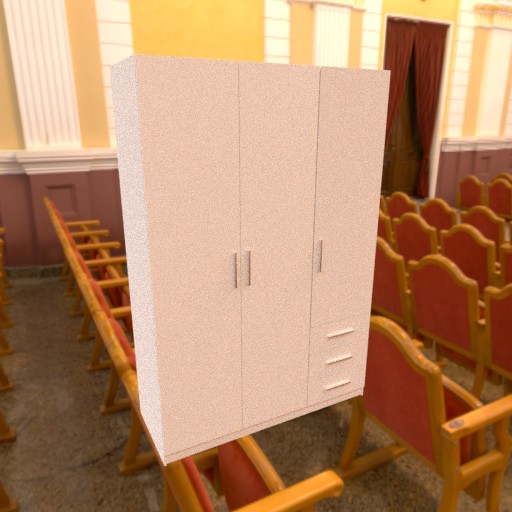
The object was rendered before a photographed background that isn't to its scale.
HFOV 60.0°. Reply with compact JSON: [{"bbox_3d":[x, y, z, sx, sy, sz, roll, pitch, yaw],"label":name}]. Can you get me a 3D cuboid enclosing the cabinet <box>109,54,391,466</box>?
[{"bbox_3d":[0.000,0.000,2.439,1.290,1.910,0.510,-9,19,-27],"label":"cabinet"}]
